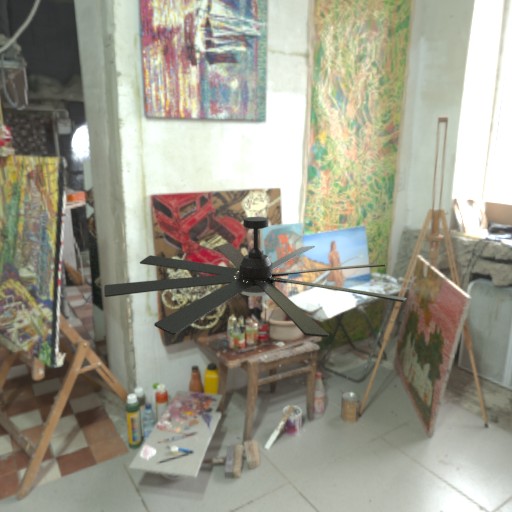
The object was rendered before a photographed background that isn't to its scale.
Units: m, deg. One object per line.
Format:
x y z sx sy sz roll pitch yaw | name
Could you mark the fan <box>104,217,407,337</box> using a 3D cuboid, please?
0.000 0.000 2.784 1.830 0.472 1.830 8 16 27 | fan
